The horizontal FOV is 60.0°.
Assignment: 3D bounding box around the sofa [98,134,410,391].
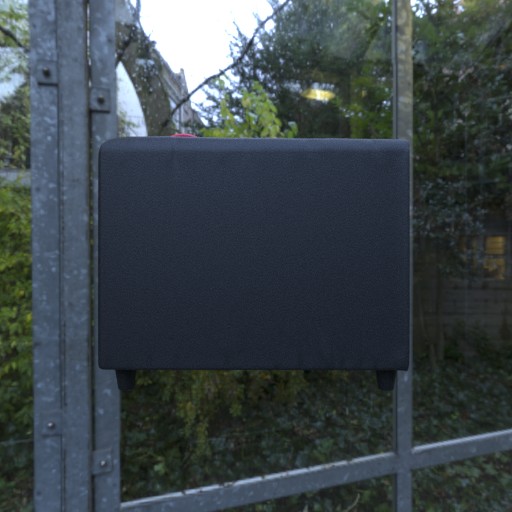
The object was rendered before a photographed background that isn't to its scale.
[{"bbox_3d":[0.000,0.000,1.871,0.845,0.735,1.410,0,0,0],"label":"sofa"}]
